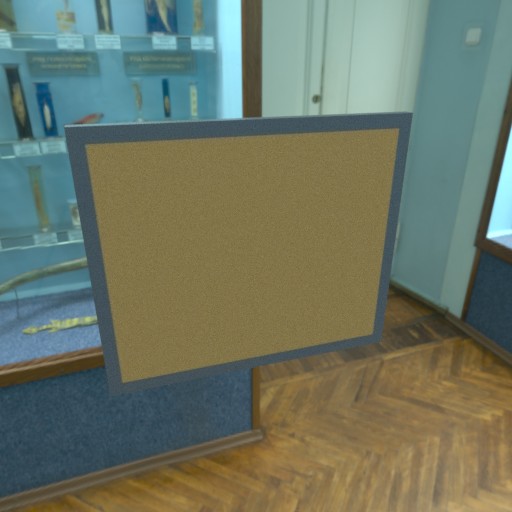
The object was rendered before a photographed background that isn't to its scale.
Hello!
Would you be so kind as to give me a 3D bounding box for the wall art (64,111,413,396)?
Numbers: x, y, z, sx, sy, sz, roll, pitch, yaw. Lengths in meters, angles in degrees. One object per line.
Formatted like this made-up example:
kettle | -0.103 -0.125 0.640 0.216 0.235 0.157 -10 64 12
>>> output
wall art | 0.000 0.000 0.933 0.660 0.558 0.026 -7 25 -16
